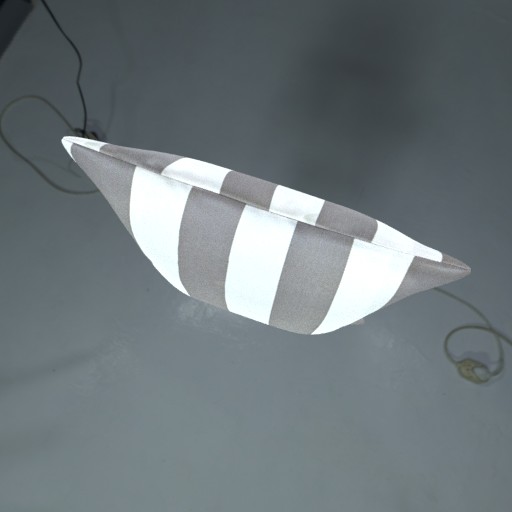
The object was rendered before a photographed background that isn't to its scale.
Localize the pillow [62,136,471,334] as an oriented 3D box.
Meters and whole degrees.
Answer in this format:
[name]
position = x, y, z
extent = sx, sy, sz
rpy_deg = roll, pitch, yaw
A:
[pillow]
position = 0.000, 0.000, 0.771
extent = 0.522, 0.507, 0.192
rpy_deg = 19, 75, 5
